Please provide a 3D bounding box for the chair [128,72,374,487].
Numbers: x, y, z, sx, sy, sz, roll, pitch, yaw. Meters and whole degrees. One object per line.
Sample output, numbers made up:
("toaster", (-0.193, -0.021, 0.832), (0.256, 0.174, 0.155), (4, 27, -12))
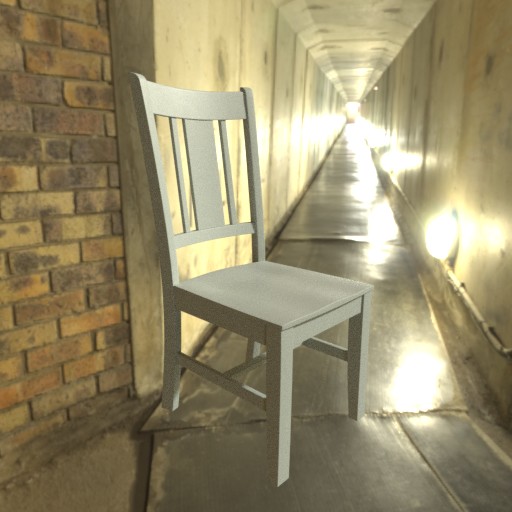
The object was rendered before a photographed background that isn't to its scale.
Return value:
("chair", (0.000, 0.000, 1.284), (0.555, 0.998, 0.450), (13, 19, 42))
